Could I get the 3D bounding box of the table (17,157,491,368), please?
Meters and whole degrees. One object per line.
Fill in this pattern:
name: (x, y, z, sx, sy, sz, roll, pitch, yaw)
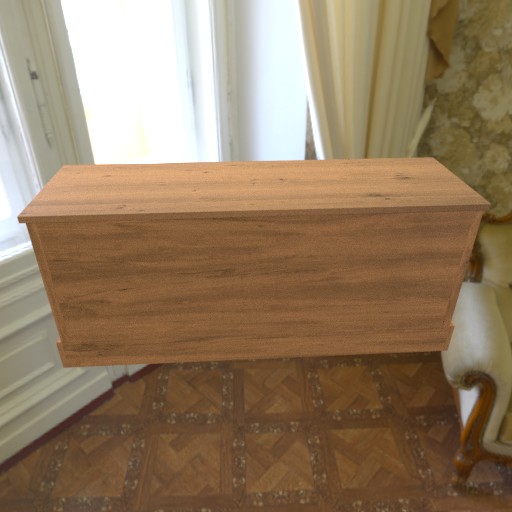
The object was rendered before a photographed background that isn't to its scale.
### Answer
table: (0.000, 0.000, 1.422, 1.200, 0.510, 0.400, -2, 31, -3)
